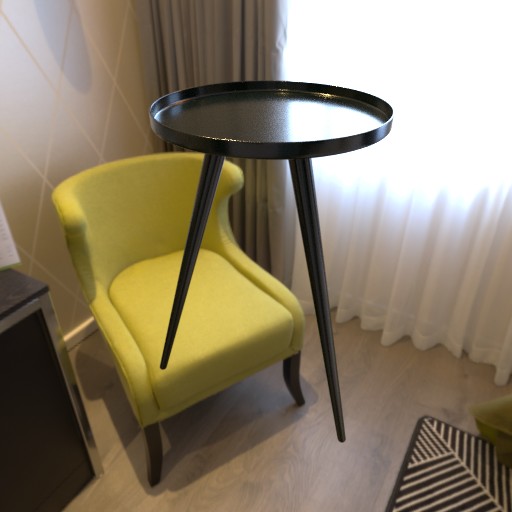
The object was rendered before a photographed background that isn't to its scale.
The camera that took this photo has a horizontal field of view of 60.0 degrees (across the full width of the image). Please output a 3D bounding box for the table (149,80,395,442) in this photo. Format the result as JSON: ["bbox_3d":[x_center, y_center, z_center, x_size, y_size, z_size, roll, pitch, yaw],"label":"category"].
[{"bbox_3d":[0.000,0.000,0.825,0.415,0.548,0.403,0,32,0],"label":"table"}]
